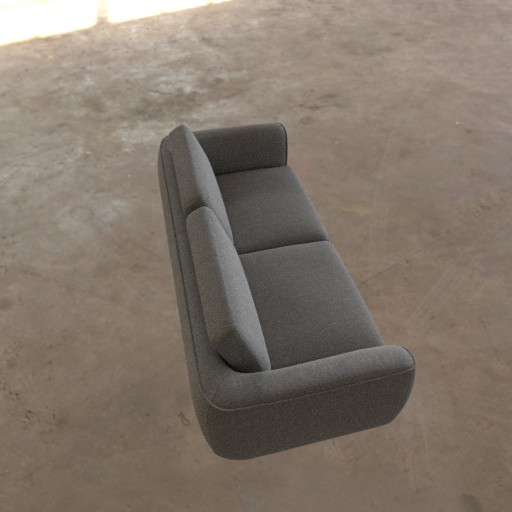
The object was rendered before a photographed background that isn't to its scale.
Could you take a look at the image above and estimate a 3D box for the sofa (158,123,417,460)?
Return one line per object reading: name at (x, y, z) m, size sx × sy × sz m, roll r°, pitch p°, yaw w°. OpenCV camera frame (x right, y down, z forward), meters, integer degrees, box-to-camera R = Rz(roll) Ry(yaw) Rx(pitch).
sofa at (0.000, 0.000, 2.440) m, size 0.920 × 0.870 × 2.000 m, roll -10°, pitch 47°, yaw -10°
